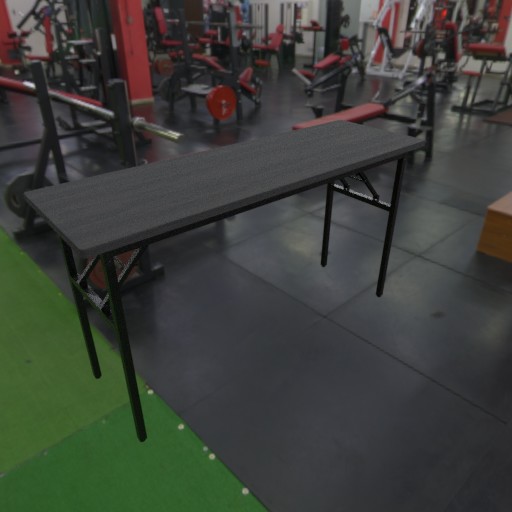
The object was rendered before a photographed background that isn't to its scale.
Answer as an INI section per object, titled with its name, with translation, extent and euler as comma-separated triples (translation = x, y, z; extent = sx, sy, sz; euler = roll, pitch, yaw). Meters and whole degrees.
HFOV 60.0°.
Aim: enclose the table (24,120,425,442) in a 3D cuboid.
[table]
translation = 0.000, 0.000, 1.720
extent = 1.399, 0.750, 0.449
euler = -23, 37, -34
